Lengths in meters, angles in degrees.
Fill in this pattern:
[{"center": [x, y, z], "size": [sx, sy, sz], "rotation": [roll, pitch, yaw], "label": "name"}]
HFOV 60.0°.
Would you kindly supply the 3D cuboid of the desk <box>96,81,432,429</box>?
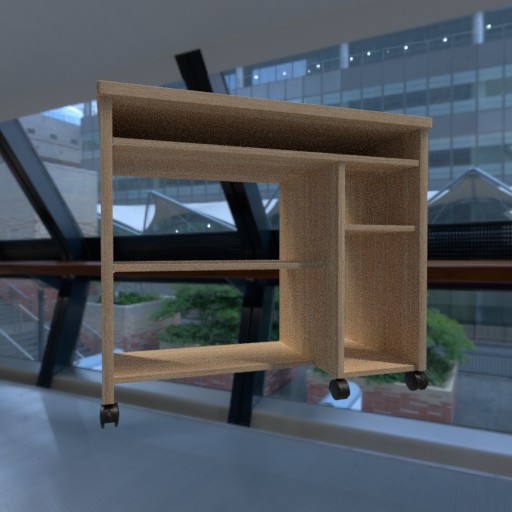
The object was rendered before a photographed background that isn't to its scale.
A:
[{"center": [0.000, 0.000, 1.326], "size": [0.884, 0.770, 0.480], "rotation": [0, 1, -18], "label": "desk"}]
